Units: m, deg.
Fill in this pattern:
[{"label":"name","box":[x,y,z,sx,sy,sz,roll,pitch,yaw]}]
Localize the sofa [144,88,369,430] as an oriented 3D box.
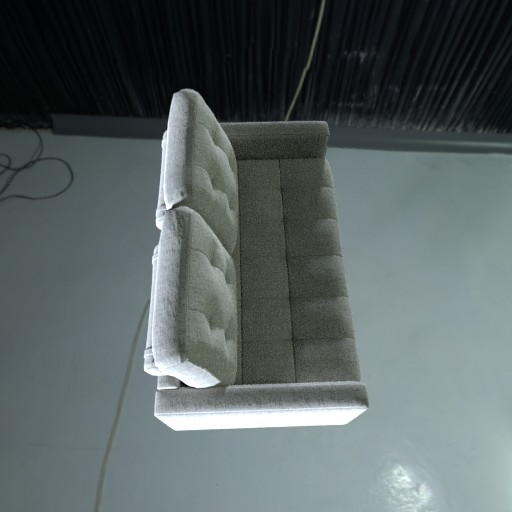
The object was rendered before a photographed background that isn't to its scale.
[{"label":"sofa","box":[0.000,0.000,2.017,0.842,0.907,1.407,-2,62,-1]}]
